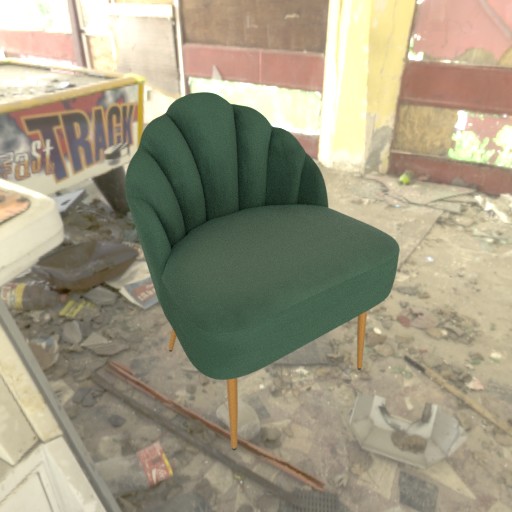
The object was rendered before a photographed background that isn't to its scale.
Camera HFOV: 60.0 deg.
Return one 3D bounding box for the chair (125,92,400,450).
[{"bbox_3d":[0.000,0.000,1.286,0.657,0.819,0.599,-21,37,-31],"label":"chair"}]
